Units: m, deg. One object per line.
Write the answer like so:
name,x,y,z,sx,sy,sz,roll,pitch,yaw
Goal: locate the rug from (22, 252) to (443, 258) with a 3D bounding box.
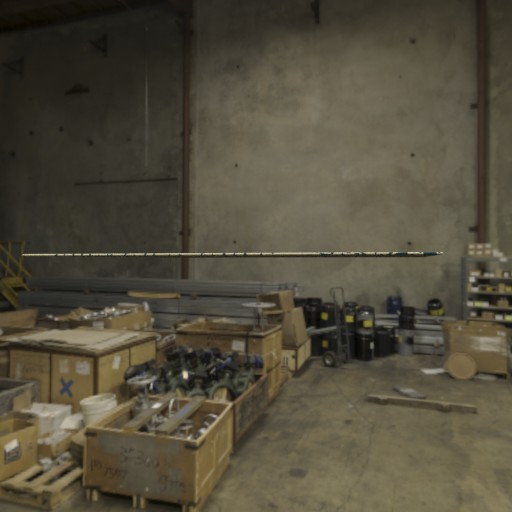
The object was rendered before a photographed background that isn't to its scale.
rug,0.000,0.000,4.094,3.017,0.014,2.416,0,-1,19
